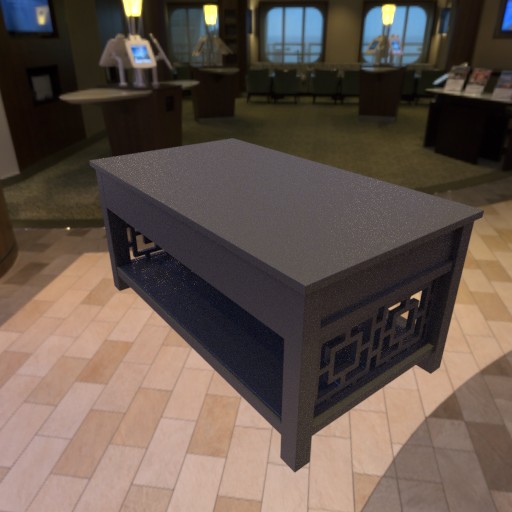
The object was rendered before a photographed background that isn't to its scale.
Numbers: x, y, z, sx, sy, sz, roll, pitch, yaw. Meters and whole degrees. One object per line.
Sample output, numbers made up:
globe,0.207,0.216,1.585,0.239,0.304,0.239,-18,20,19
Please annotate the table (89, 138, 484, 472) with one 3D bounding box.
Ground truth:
table,0.000,0.000,1.411,0.612,0.493,1.068,-19,32,-33
